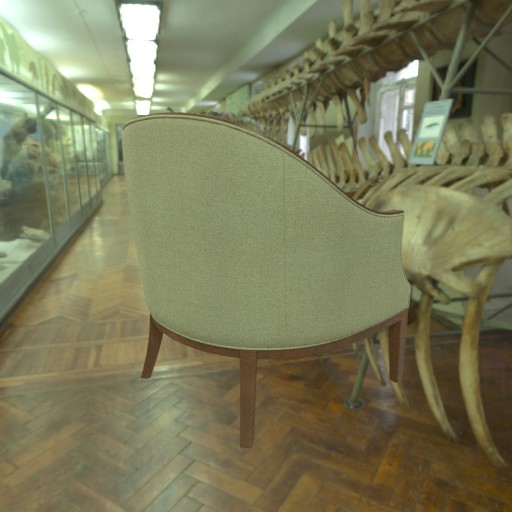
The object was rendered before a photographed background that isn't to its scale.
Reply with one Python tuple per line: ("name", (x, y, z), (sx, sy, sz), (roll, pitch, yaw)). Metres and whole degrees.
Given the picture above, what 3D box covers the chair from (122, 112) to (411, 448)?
("chair", (0.000, 0.000, 1.478), (0.735, 0.876, 0.803), (-13, 19, -43))
